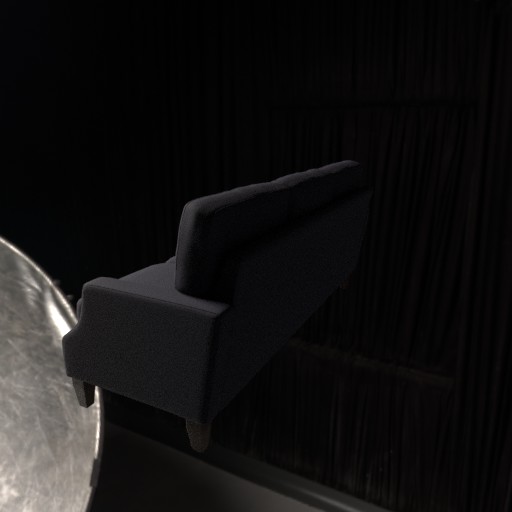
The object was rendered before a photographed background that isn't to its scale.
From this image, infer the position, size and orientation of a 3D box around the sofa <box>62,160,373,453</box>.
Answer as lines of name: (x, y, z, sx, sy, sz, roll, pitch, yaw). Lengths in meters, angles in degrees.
sofa: (0.000, 0.000, 2.582, 0.888, 0.984, 2.115, 8, 19, 26)
